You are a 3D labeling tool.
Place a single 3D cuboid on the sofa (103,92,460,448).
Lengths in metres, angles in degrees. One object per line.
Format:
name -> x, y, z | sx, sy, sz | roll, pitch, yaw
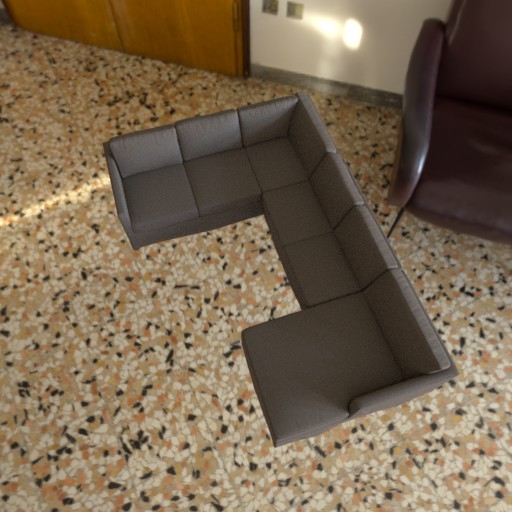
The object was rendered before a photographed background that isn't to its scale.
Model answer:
sofa -> 0.000, 0.000, 4.442 | 2.427, 0.882, 3.460 | -16, 63, -8
